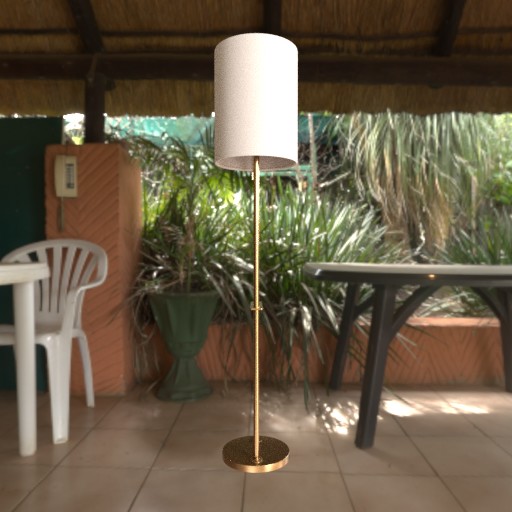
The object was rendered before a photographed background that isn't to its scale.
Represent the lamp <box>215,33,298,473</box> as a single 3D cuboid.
[{"bbox_3d":[0.000,0.000,1.649,0.305,1.500,0.306,0,1,0],"label":"lamp"}]
